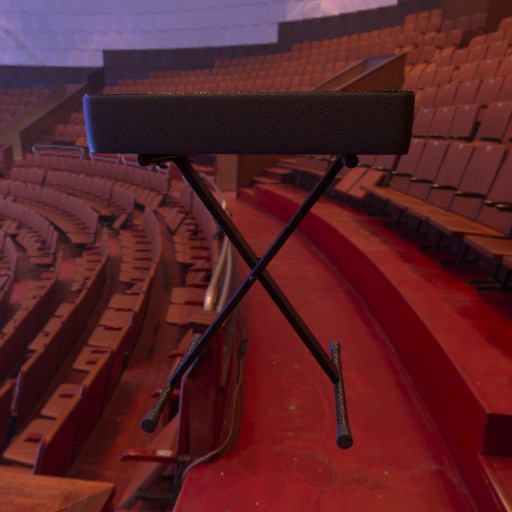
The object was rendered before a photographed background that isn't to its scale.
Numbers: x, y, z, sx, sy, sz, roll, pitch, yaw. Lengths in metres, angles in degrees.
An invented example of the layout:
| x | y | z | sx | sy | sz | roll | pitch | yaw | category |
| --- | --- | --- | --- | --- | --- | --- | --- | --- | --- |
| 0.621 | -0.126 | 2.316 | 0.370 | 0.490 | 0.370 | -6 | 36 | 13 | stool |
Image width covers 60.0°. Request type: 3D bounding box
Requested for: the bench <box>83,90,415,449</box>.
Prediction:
| x | y | z | sx | sy | sz | roll | pitch | yaw | category |
| --- | --- | --- | --- | --- | --- | --- | --- | --- | --- |
| 0.000 | 0.000 | 0.759 | 0.424 | 0.500 | 0.321 | 2 | 15 | 7 | bench |
